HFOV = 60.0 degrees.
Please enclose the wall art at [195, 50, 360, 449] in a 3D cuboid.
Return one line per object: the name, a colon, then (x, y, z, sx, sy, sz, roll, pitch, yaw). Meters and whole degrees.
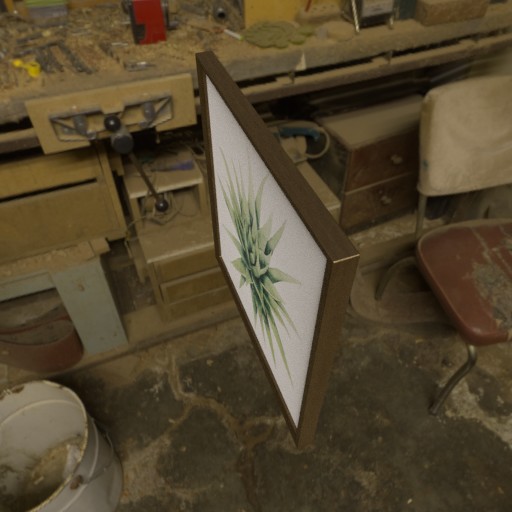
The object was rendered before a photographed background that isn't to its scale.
wall art: (0.000, 0.000, 0.774, 0.030, 0.506, 0.503, -15, 49, -14)
